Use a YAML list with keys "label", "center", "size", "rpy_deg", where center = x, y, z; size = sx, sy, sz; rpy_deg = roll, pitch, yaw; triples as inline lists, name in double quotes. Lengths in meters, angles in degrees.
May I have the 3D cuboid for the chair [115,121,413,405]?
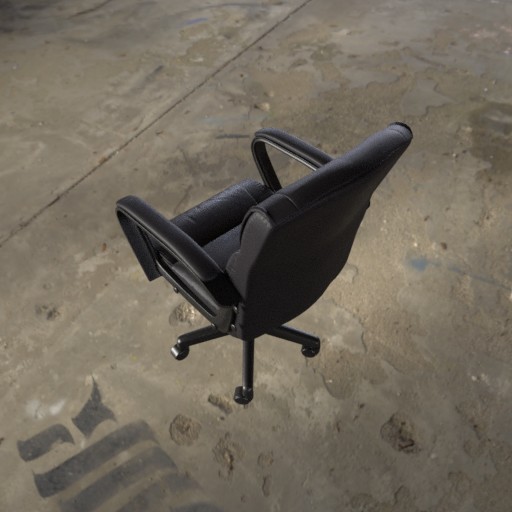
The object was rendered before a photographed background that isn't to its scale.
- label: "chair"
  center: [0.000, 0.000, 1.356]
  size: [0.576, 0.998, 0.641]
  rpy_deg: [-34, 56, -27]
